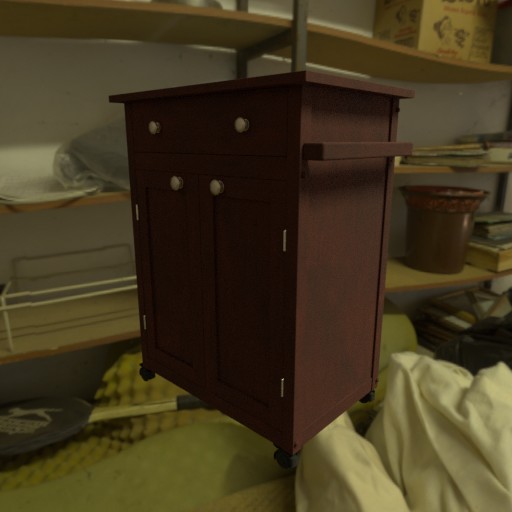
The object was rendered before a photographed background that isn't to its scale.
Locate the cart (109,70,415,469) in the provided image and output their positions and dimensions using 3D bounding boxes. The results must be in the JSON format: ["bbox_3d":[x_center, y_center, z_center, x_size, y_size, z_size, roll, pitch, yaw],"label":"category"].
[{"bbox_3d":[0.000,0.000,1.245,0.683,0.864,0.442,13,20,41],"label":"cart"}]
